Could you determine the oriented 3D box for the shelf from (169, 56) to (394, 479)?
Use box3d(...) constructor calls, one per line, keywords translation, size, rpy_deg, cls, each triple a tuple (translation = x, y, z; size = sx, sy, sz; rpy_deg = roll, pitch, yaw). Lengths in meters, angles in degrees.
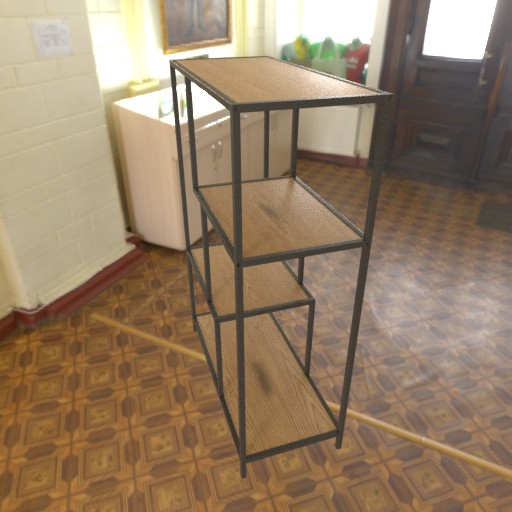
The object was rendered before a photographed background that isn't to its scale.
box3d(translation=(0.000, 0.000, 1.477), size=(0.350, 1.138, 0.770), rpy_deg=(-9, 31, -16), cls="shelf")
